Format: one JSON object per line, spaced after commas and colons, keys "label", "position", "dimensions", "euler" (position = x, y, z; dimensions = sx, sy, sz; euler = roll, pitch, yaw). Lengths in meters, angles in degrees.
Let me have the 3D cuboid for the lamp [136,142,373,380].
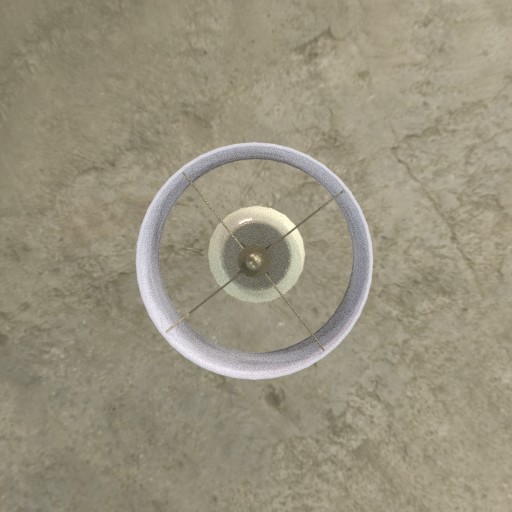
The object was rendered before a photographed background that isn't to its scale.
{"label": "lamp", "position": [0.000, 0.000, 0.550], "dimensions": [0.239, 0.399, 0.239], "euler": [0, 91, 0]}
